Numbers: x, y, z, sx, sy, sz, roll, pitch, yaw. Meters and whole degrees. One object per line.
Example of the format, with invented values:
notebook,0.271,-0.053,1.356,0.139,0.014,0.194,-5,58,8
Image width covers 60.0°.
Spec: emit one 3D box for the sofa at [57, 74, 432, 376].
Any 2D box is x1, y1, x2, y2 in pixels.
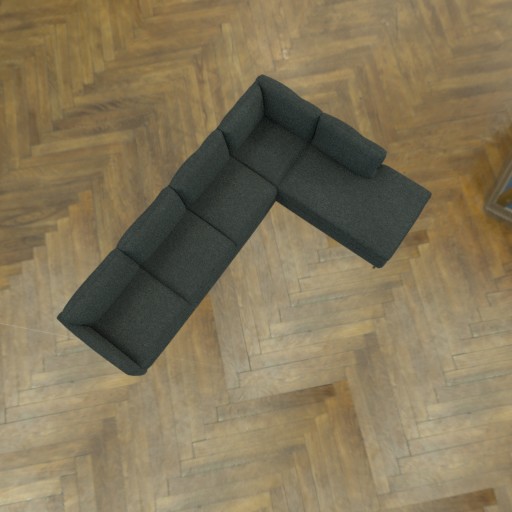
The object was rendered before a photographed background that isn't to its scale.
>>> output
sofa,0.000,0.000,3.997,2.007,0.815,2.949,35,78,9
